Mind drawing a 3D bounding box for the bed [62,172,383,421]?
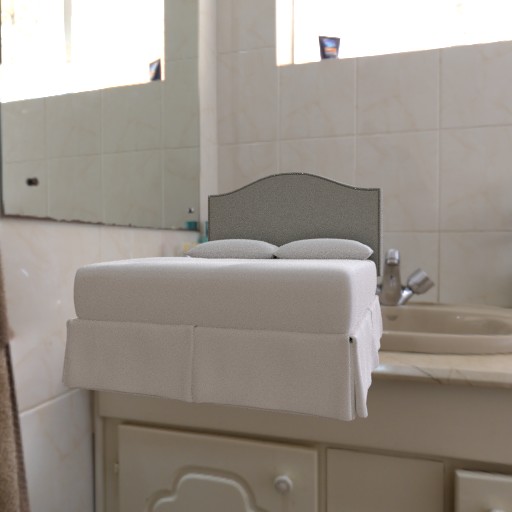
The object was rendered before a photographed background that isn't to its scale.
[{"bbox_3d":[0.000,0.000,3.370,1.813,1.607,2.180,0,1,18],"label":"bed"}]
